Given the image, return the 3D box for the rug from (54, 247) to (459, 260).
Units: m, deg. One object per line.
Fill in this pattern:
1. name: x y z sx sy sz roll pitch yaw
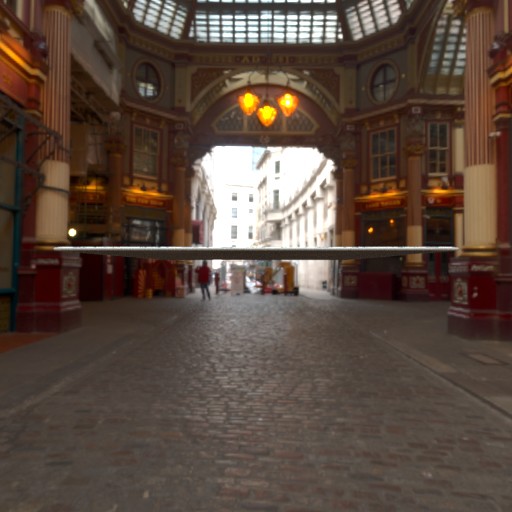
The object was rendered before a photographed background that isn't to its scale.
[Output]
1. rug: 0.000 0.000 2.826 1.586 0.014 2.197 0 -2 0
